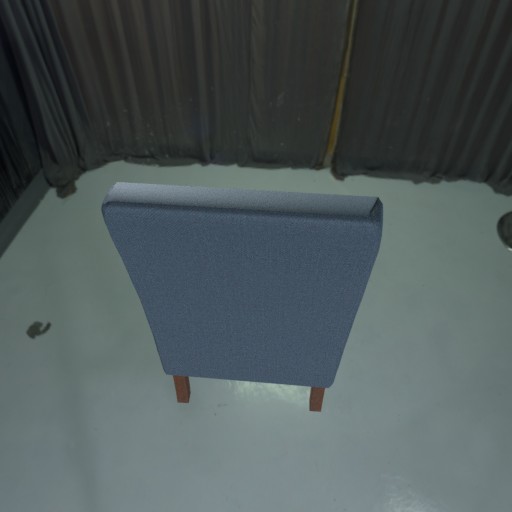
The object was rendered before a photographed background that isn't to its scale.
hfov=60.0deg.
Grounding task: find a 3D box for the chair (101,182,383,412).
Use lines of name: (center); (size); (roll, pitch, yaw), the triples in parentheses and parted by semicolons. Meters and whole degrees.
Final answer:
chair: (0.000, 0.000, 1.174); (0.513, 0.804, 0.592); (3, 47, 3)
